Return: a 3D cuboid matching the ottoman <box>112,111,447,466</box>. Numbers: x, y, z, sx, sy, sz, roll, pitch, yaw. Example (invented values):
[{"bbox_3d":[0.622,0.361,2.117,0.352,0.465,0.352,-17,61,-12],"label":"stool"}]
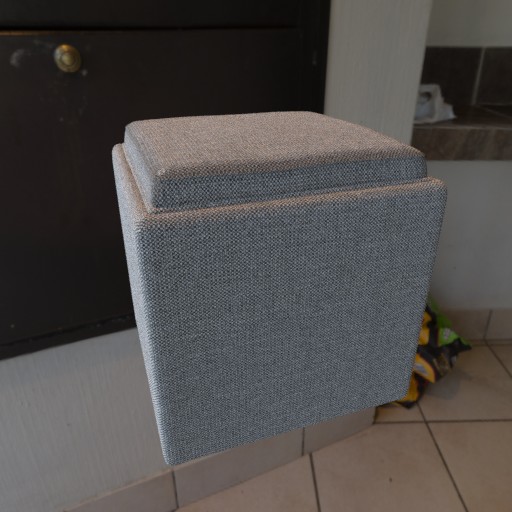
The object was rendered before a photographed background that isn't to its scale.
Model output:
[{"bbox_3d":[0.000,0.000,0.837,0.454,0.487,0.436,-9,28,-18],"label":"ottoman"}]
